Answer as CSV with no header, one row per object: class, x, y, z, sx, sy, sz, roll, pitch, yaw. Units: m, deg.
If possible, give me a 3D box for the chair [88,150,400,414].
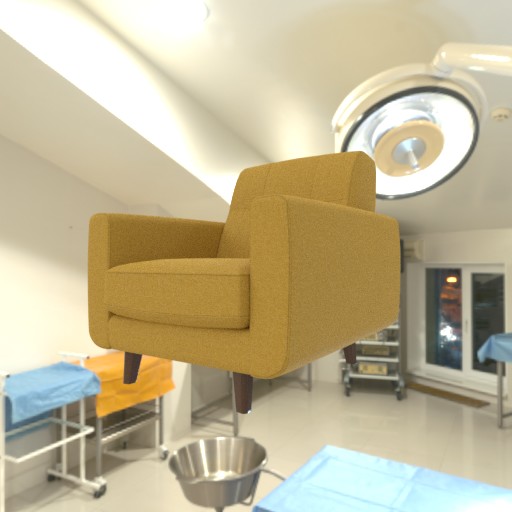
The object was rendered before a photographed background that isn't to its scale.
chair,0.000,0.000,1.638,0.831,0.841,0.909,-1,-1,36
